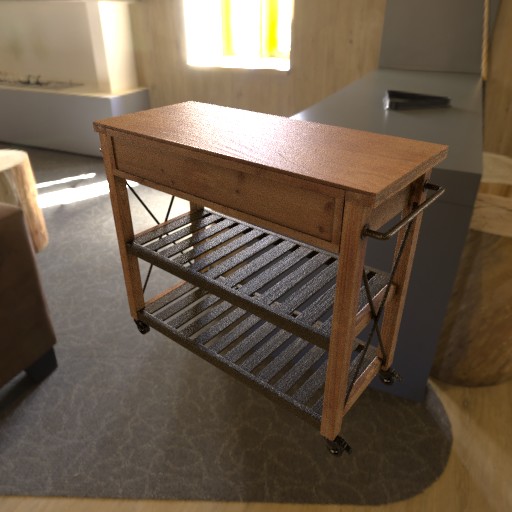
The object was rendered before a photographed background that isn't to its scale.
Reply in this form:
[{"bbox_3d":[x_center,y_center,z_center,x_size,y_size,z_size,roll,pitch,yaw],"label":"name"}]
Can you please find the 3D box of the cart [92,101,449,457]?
[{"bbox_3d":[0.000,0.000,0.995,0.686,0.554,0.298,22,36,33],"label":"cart"}]
